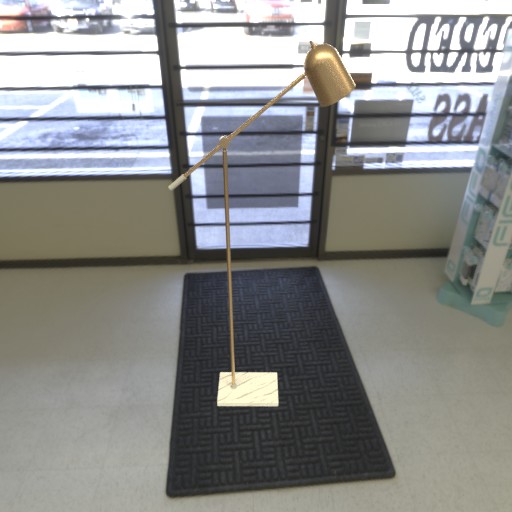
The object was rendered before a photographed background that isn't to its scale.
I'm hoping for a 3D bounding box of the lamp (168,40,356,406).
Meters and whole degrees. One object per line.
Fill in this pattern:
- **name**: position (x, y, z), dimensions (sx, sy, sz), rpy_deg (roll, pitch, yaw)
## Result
- **lamp**: position (0.000, 0.000, 1.809), dimensions (0.653, 1.594, 0.194), rpy_deg (0, 32, 0)
